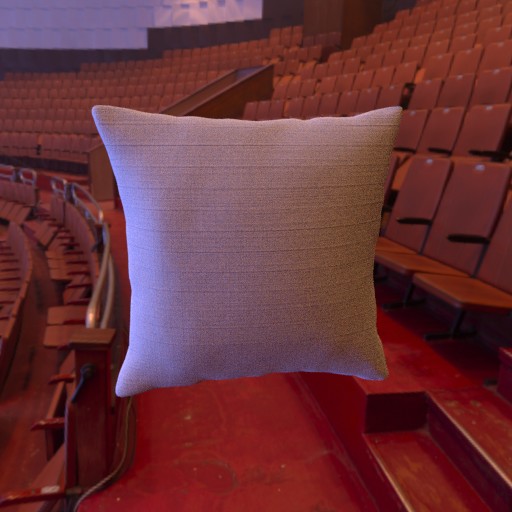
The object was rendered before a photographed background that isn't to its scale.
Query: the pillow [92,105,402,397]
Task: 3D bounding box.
[{"bbox_3d":[0.000,0.000,0.712,0.470,0.464,0.175,-2,14,-8],"label":"pillow"}]
